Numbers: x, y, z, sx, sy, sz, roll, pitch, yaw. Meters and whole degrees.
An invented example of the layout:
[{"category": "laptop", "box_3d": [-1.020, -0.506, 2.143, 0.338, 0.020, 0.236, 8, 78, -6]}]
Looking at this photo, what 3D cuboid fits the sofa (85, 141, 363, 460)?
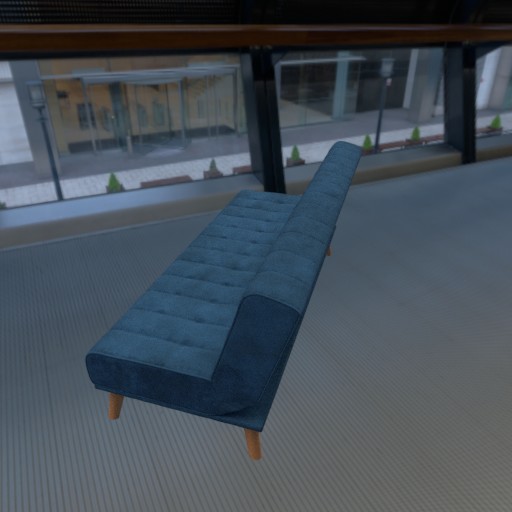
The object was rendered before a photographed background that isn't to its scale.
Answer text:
[{"category": "sofa", "box_3d": [0.000, 0.000, 2.354, 0.855, 0.813, 1.804, 9, 31, 15]}]
